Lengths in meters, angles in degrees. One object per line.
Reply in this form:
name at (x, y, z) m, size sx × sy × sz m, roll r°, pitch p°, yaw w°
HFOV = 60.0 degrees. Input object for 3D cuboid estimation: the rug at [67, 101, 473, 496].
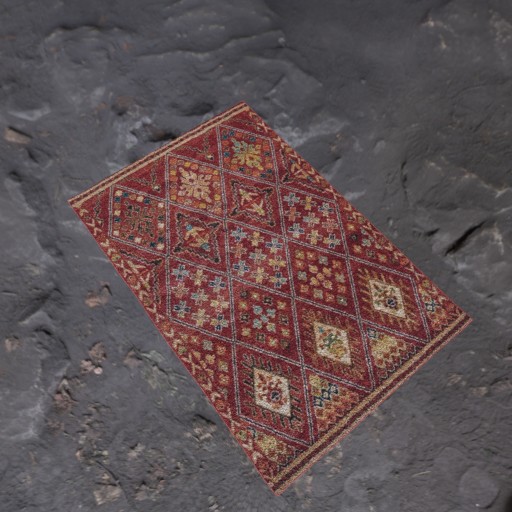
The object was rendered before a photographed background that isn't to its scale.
rug at (0.000, 0.000, 2.856) m, size 1.521 × 0.026 × 2.286 m, roll -35°, pitch 68°, yaw -16°
